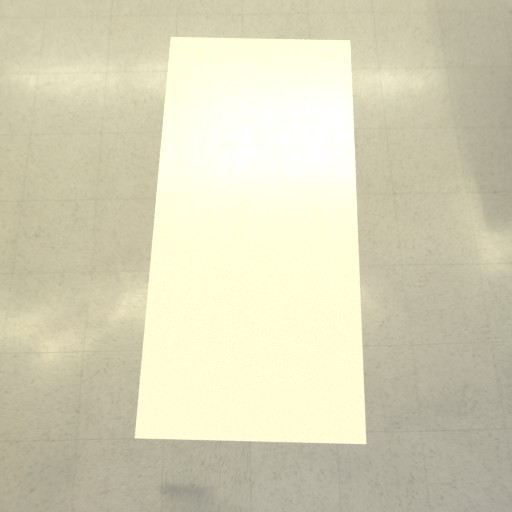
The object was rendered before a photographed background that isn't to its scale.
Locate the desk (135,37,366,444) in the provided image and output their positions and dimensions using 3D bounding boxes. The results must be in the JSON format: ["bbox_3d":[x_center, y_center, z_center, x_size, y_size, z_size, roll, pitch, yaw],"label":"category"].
[{"bbox_3d":[0.000,0.000,1.376,0.491,0.723,0.979,1,75,0],"label":"desk"}]
